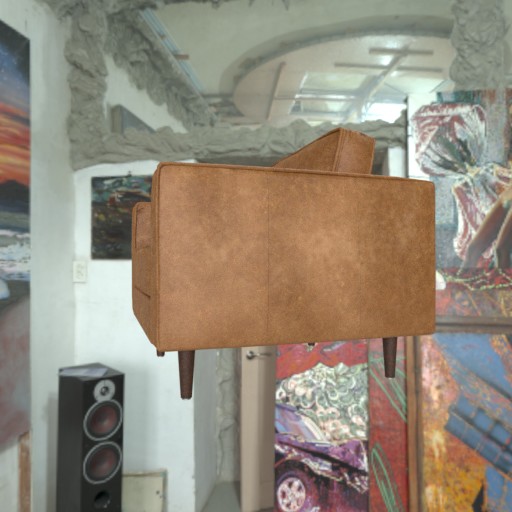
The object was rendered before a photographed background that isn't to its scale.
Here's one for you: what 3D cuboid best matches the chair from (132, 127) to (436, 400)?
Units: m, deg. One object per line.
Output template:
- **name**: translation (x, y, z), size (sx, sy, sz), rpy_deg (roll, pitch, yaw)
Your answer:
- **chair**: translation (0.000, 0.000, 1.538), size (0.798, 0.767, 0.928), rpy_deg (0, -1, -19)
